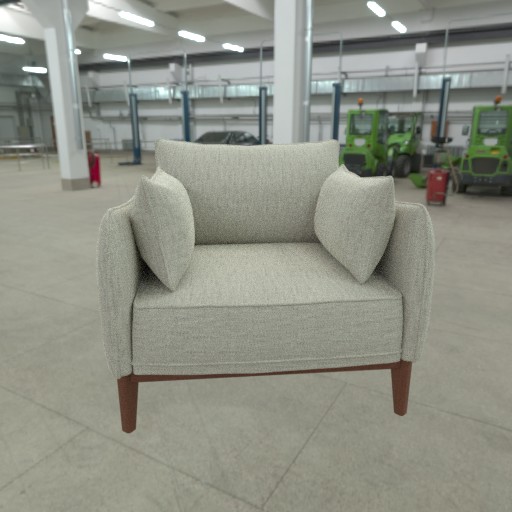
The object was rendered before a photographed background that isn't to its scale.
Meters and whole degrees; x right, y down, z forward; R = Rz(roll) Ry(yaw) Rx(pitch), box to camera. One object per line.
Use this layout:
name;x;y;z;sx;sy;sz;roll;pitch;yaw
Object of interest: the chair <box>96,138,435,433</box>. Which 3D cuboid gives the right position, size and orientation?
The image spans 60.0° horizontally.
chair;0.000;0.000;1.687;0.994;0.855;0.991;-2;16;-5
